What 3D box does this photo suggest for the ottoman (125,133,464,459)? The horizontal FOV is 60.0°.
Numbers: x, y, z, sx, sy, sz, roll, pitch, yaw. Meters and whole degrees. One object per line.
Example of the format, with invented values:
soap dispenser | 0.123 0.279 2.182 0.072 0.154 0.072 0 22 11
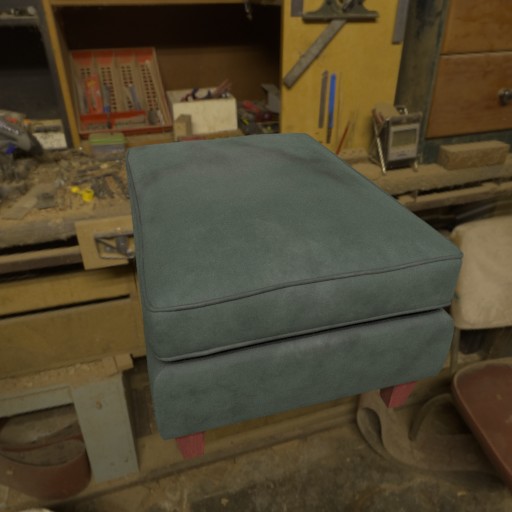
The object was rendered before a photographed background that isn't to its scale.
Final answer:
ottoman | 0.000 0.000 1.210 0.632 0.495 0.864 -9 33 -14
